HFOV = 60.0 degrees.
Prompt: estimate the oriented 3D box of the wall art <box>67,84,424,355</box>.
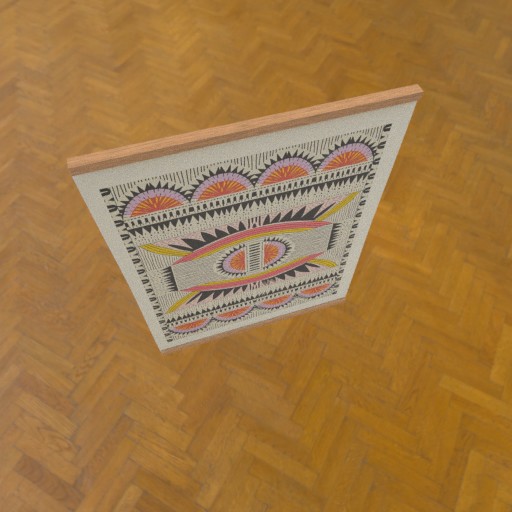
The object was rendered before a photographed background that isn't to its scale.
[{"bbox_3d":[0.000,0.000,1.341,0.765,1.016,0.028,-15,59,-9],"label":"wall art"}]
